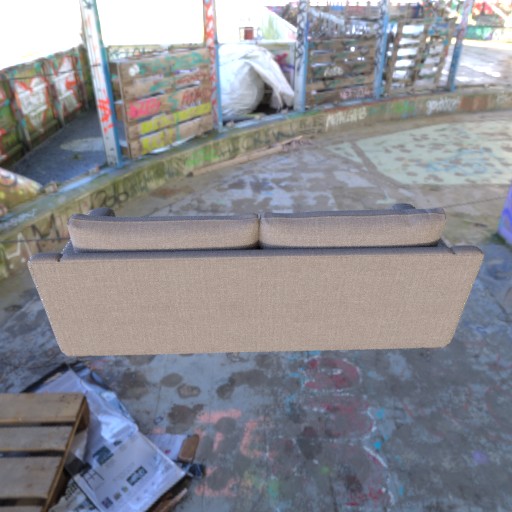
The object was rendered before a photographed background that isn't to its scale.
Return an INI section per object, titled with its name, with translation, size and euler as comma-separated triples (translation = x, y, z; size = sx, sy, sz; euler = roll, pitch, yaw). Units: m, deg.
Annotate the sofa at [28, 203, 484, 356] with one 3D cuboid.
[sofa]
translation = 0.000, 0.000, 2.692
size = 2.208, 0.857, 1.000
euler = -1, 31, -2
